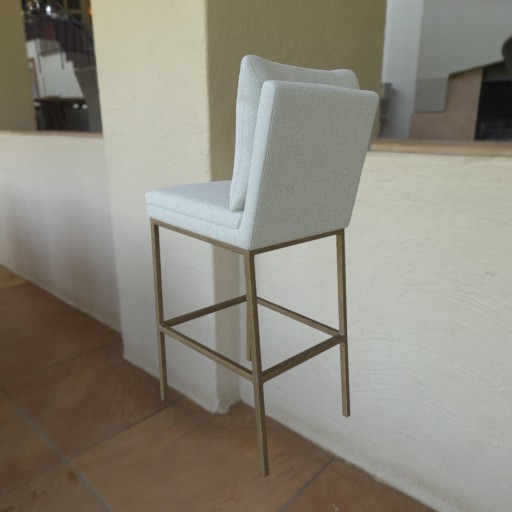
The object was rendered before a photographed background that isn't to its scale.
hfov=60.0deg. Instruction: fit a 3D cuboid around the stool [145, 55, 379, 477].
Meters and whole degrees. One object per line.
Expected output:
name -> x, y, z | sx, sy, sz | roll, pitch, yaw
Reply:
stool -> 0.000, 0.000, 1.439 | 0.463, 1.125, 0.572 | -15, 22, -41
